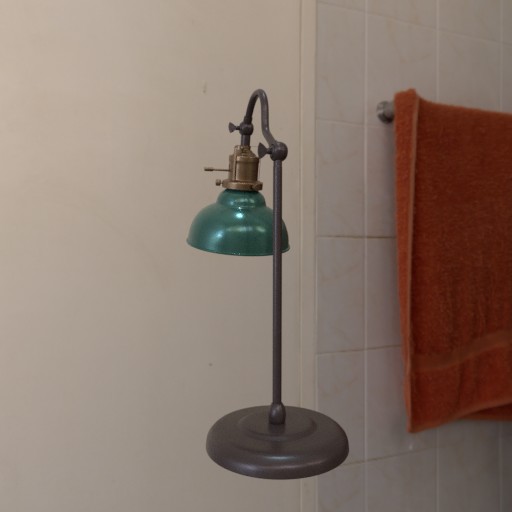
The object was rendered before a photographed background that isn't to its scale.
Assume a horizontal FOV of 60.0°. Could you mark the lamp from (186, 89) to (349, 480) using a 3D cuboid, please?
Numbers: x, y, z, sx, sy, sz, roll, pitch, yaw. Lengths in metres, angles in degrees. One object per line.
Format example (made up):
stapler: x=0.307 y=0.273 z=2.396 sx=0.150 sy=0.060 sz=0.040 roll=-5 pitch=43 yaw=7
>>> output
lamp: x=0.000 y=0.000 z=0.686 sx=0.192 sy=0.508 sz=0.374 roll=0 pitch=0 yaw=-18
